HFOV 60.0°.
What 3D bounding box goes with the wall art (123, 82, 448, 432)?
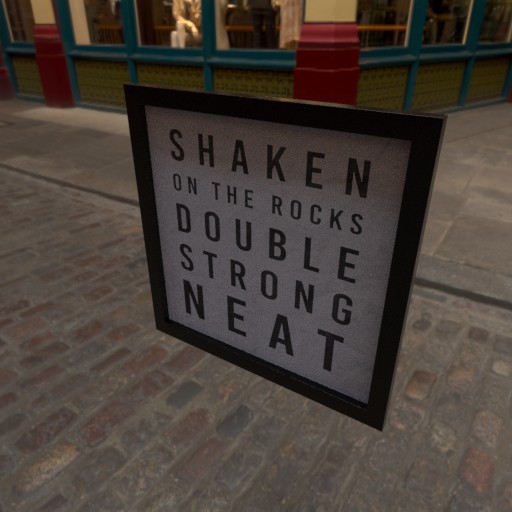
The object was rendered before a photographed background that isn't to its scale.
[{"bbox_3d":[0.000,0.000,0.510,0.349,0.349,0.014,17,33,28],"label":"wall art"}]
